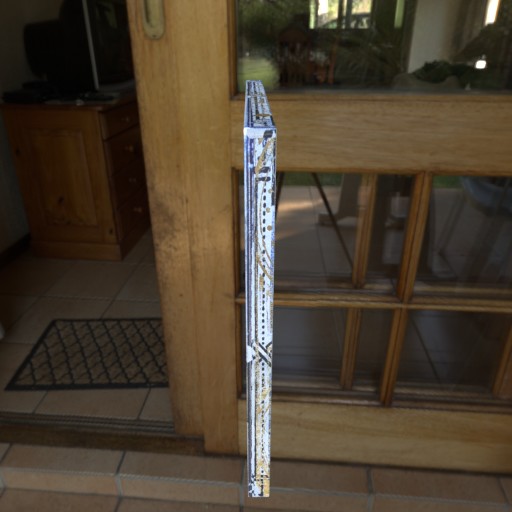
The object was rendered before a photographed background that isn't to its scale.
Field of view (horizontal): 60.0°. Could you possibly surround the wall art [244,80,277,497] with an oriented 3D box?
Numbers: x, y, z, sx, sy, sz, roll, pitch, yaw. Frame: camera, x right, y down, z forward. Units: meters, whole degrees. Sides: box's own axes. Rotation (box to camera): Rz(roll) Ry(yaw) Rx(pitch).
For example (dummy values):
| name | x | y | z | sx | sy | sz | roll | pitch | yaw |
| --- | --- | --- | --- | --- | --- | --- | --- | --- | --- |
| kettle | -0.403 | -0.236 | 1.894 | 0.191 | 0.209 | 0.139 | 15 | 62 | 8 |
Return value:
| name | x | y | z | sx | sy | sz | roll | pitch | yaw |
| --- | --- | --- | --- | --- | --- | --- | --- | --- | --- |
| wall art | 0.000 | 0.000 | 0.886 | 0.036 | 0.607 | 0.609 | 0 | 26 | -1 |
